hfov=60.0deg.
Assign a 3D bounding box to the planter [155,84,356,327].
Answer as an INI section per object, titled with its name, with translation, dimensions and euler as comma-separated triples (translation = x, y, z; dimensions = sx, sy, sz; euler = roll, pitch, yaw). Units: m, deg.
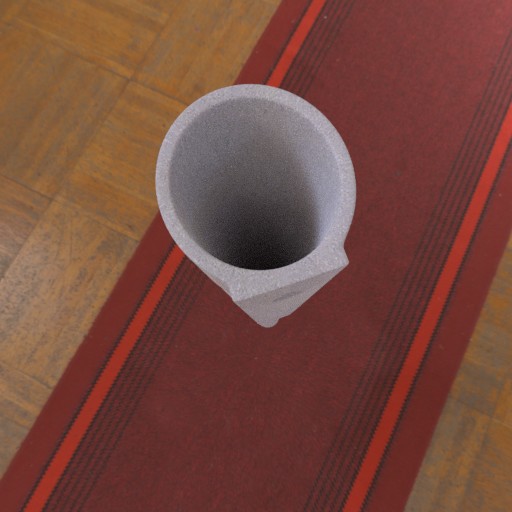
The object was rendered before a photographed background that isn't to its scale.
[planter]
translation = 0.000, 0.000, 0.299
dimensions = 0.078, 0.259, 0.087
euler = -18, 78, -4
